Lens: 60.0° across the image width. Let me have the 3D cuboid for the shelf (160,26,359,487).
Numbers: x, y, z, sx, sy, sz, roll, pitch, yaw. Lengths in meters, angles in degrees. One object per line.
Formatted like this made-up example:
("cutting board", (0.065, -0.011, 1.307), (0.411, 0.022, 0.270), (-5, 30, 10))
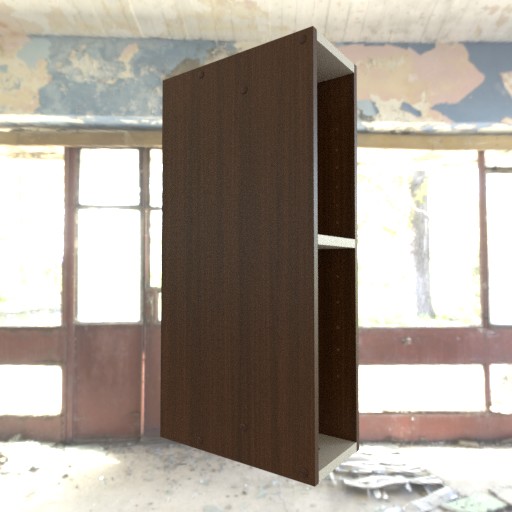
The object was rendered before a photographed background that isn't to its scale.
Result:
("shelf", (0.000, 0.000, 0.719), (0.290, 0.600, 0.147), (-1, -2, 36))
